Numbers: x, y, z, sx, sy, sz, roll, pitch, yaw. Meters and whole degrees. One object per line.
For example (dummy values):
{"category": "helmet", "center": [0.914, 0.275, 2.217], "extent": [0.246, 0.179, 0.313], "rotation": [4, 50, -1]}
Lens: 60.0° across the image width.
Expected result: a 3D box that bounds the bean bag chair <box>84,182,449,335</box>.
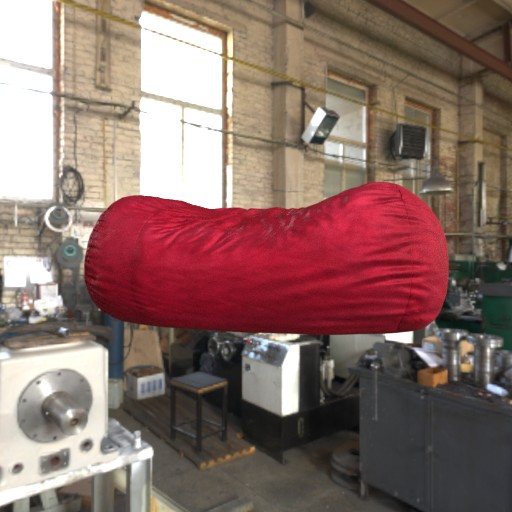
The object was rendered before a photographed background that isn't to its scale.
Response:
{"category": "bean bag chair", "center": [0.000, 0.000, 2.879], "extent": [2.293, 0.867, 1.216], "rotation": [0, 0, 19]}
